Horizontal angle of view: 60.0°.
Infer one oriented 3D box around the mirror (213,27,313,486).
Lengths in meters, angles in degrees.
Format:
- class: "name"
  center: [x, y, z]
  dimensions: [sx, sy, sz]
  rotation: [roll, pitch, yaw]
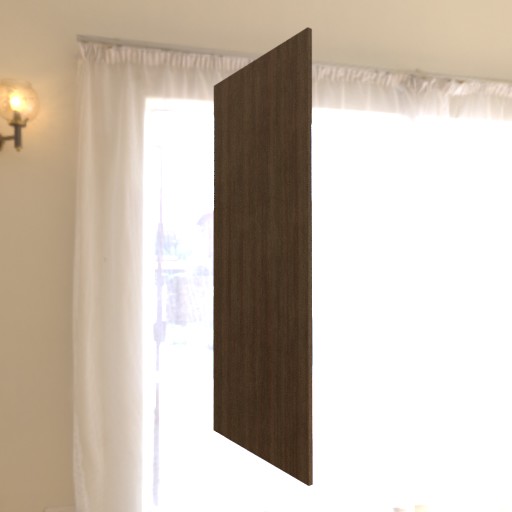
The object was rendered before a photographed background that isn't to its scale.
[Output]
- class: "mirror"
  center: [0.000, 0.000, 2.295]
  dimensions: [0.025, 2.032, 0.812]
  rotation: [1, -1, -36]
